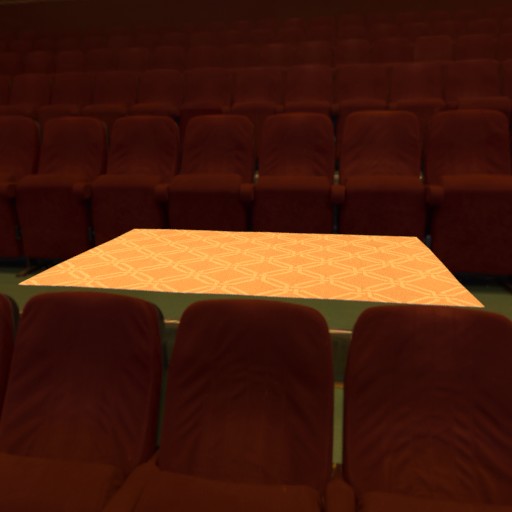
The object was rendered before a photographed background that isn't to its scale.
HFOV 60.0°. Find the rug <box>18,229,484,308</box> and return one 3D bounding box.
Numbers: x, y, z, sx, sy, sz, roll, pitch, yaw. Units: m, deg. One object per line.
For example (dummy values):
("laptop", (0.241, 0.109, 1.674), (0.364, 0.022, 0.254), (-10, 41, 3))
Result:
("rug", (0.000, 0.000, 2.168), (1.745, 0.010, 1.146), (2, 15, 8))
